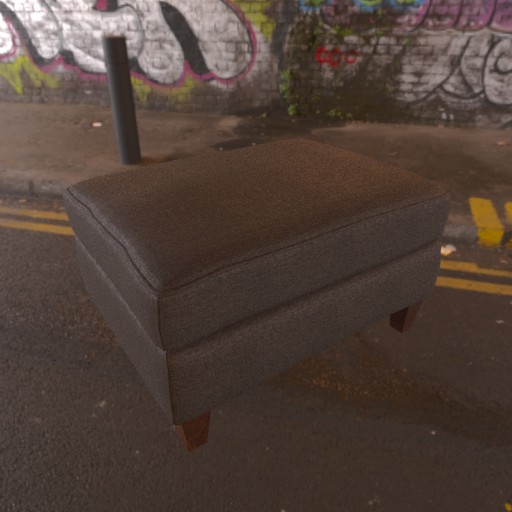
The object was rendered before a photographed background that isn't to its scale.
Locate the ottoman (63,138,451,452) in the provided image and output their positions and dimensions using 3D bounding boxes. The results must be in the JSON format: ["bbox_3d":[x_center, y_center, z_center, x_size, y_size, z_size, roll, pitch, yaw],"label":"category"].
[{"bbox_3d":[0.000,0.000,1.219,0.826,0.496,0.639,-19,35,-30],"label":"ottoman"}]
